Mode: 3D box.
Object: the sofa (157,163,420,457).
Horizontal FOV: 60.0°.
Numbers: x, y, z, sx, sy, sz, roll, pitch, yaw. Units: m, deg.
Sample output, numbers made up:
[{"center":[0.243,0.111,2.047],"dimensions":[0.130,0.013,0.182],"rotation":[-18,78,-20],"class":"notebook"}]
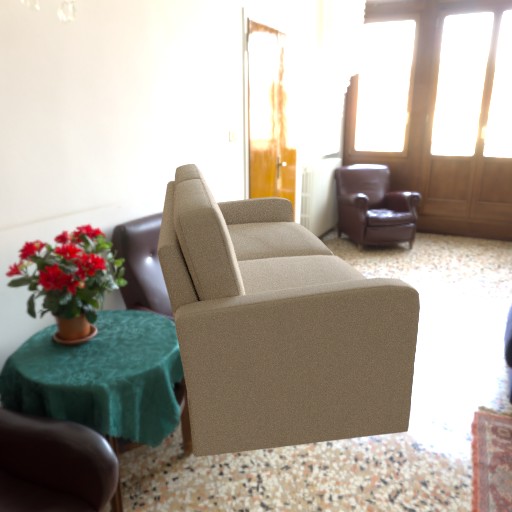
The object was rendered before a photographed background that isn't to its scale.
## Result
[{"center":[0.000,0.000,2.269],"dimensions":[0.894,0.831,1.808],"rotation":[-3,17,-9],"class":"sofa"}]
